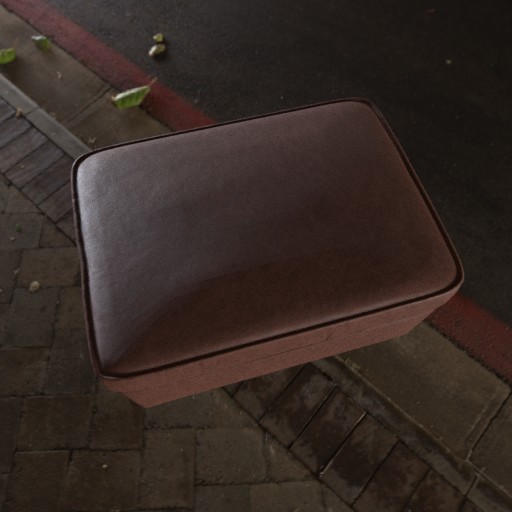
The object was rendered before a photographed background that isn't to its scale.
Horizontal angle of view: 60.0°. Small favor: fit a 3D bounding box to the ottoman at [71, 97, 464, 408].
[{"bbox_3d":[0.000,0.000,1.093,0.749,0.449,0.548,-14,64,-7],"label":"ottoman"}]
